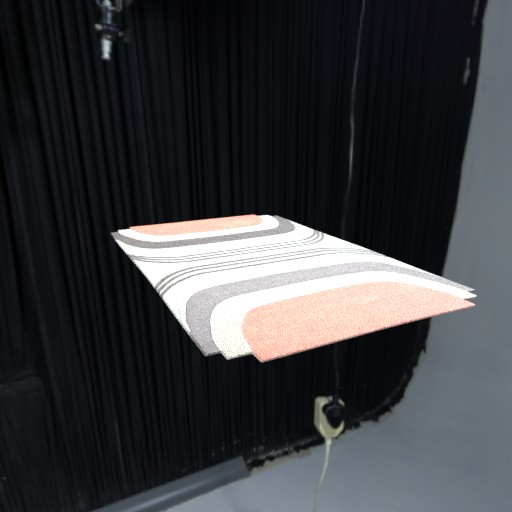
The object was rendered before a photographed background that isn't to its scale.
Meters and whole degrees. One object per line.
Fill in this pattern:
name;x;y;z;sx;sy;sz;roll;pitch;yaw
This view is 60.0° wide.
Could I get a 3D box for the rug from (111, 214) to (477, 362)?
rug;0.000;0.000;2.958;1.530;0.017;2.446;-8;19;-25
